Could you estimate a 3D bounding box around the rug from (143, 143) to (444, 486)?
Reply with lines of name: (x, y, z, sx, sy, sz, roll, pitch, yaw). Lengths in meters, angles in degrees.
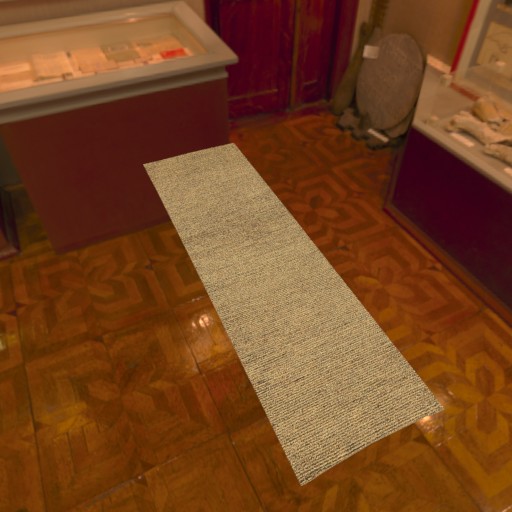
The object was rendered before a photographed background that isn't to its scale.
rug: (0.000, 0.000, 2.503, 0.697, 0.013, 2.335, -18, 48, -17)
